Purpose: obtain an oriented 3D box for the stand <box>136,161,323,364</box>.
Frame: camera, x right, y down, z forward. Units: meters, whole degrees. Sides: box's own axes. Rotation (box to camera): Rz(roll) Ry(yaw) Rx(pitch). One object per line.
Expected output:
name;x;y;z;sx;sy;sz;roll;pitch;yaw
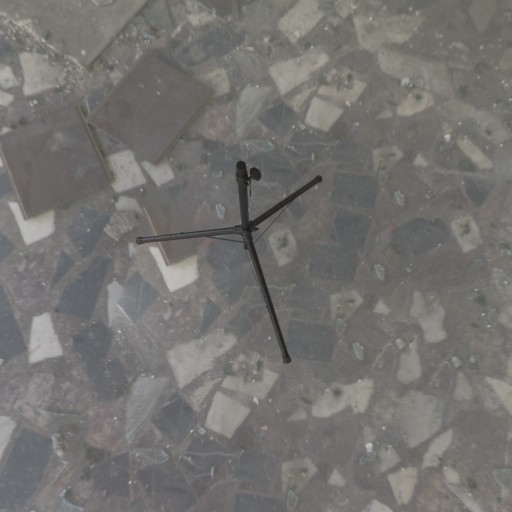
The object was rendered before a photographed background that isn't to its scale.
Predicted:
stand;0.000;0.000;2.705;1.596;1.595;1.339;-19;76;-5
